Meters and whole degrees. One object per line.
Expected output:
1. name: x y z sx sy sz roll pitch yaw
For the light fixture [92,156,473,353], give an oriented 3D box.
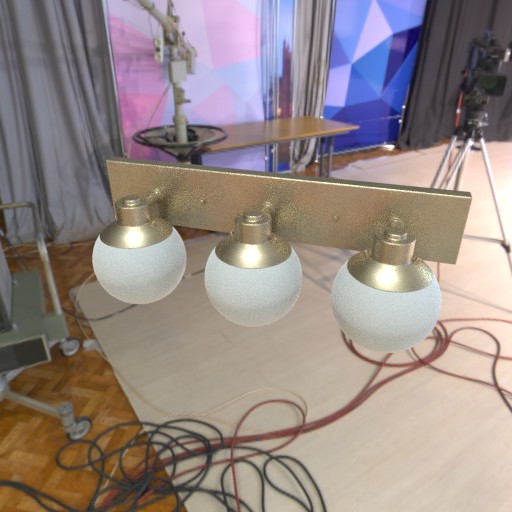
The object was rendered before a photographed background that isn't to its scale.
1. light fixture: 0.000 0.000 0.844 0.721 0.263 0.218 9 30 15
